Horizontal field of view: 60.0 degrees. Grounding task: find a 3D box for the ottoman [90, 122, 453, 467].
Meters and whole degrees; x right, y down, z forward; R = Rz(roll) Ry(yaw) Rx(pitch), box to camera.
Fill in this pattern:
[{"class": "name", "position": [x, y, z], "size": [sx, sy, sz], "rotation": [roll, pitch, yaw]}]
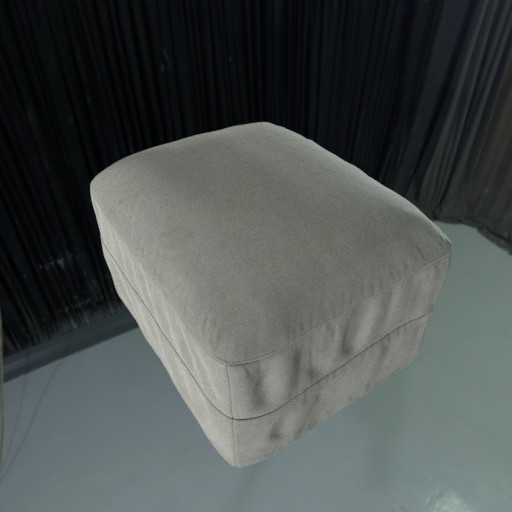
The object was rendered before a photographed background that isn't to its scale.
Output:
[{"class": "ottoman", "position": [0.000, 0.000, 1.072], "size": [0.584, 0.480, 0.712], "rotation": [-24, 47, -25]}]
